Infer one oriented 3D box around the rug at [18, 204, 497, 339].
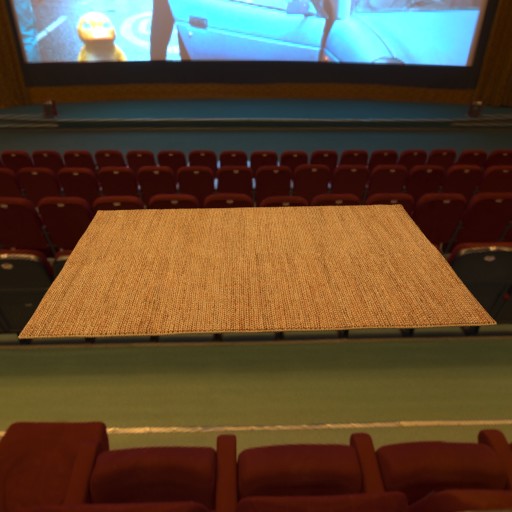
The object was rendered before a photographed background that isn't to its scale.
[{"bbox_3d":[0.000,0.000,2.904,2.438,0.034,1.521,-1,30,-2],"label":"rug"}]
